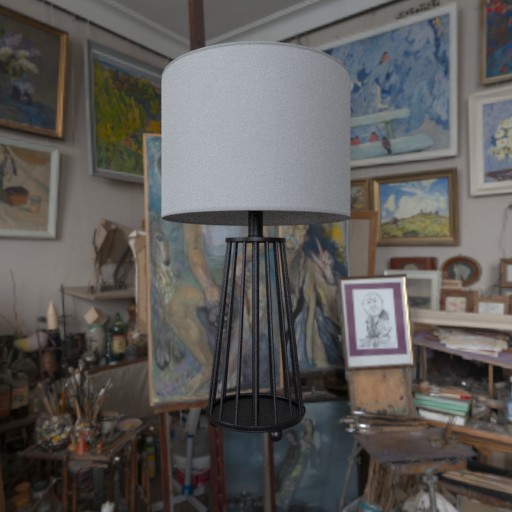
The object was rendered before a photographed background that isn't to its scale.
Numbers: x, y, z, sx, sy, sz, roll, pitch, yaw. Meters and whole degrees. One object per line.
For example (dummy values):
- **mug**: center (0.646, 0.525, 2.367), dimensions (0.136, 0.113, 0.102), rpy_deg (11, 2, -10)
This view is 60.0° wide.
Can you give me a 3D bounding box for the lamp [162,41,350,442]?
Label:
- **lamp**: center (0.000, 0.000, 0.772), dimensions (0.322, 0.593, 0.322), rpy_deg (0, 0, -1)
